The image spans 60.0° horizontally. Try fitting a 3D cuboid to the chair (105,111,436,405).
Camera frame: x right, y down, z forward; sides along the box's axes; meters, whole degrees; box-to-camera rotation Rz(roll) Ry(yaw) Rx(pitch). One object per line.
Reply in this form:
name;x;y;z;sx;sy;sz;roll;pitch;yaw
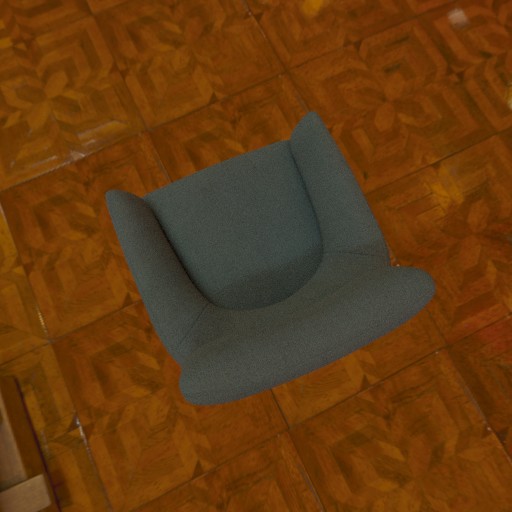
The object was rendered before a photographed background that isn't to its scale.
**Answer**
chair;0.000;0.000;1.416;0.738;0.813;0.761;-23;76;-6
